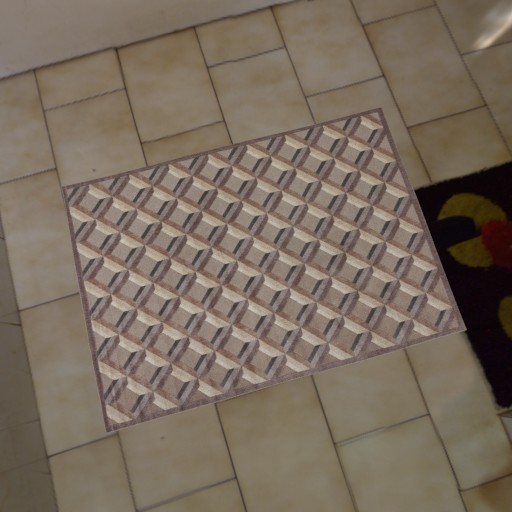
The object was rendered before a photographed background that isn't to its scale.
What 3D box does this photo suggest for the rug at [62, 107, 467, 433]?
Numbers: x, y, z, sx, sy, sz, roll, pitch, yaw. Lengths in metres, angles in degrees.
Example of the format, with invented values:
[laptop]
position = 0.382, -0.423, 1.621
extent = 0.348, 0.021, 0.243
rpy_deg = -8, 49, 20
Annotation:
[rug]
position = 0.000, 0.000, 2.839
extent = 2.260, 0.013, 1.600
rpy_deg = -15, 77, -4
